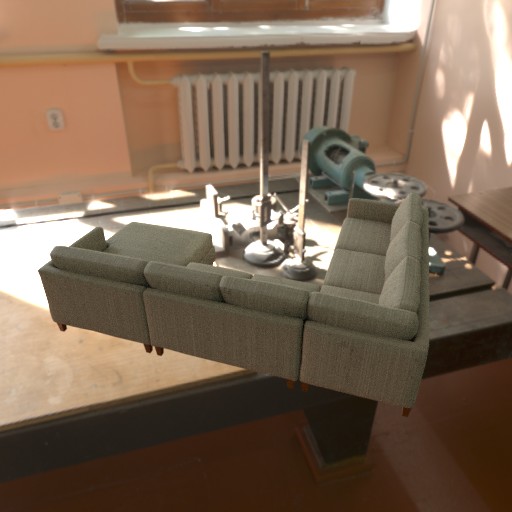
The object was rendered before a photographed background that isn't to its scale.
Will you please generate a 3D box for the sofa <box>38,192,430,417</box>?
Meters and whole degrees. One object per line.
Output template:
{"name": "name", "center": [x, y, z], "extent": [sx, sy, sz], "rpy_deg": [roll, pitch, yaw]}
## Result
{"name": "sofa", "center": [0.000, 0.000, 4.778], "extent": [3.460, 0.961, 2.594], "rpy_deg": [10, 33, 15]}
